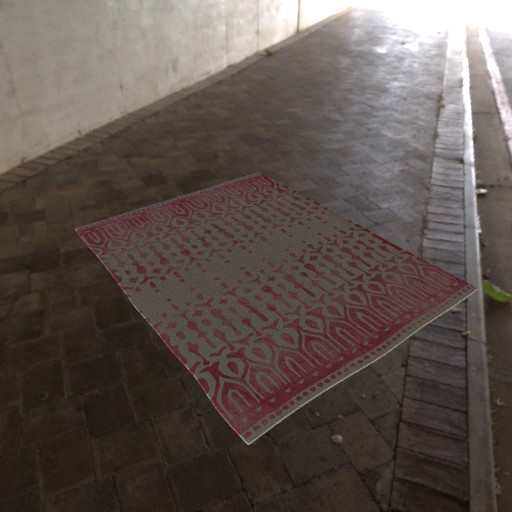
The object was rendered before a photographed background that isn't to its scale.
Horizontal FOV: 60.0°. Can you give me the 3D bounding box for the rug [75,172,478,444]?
[{"bbox_3d":[0.000,0.000,4.181,2.441,0.016,3.095,-23,40,-30],"label":"rug"}]
